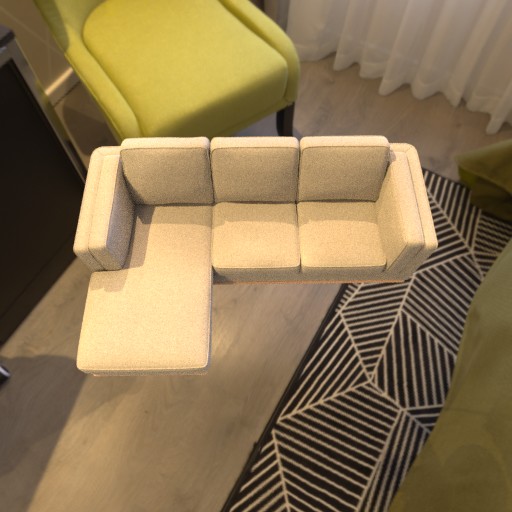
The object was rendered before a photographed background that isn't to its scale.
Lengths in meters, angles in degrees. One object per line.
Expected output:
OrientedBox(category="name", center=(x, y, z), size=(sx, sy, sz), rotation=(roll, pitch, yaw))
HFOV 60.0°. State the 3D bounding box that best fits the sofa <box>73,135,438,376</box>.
OrientedBox(category="sofa", center=(0.000, 0.000, 3.182), size=(2.411, 0.929, 1.604), rotation=(-1, 63, 0))
